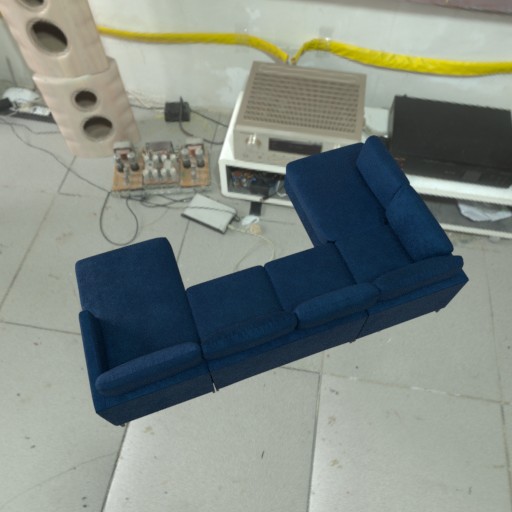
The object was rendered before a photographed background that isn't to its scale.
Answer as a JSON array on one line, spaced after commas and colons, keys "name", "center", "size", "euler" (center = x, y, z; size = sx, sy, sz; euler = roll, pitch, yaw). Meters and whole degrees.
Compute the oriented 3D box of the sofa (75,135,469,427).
[{"name": "sofa", "center": [0.000, 0.000, 4.405], "size": [3.434, 0.992, 2.055], "euler": [-17, 61, -10]}]
